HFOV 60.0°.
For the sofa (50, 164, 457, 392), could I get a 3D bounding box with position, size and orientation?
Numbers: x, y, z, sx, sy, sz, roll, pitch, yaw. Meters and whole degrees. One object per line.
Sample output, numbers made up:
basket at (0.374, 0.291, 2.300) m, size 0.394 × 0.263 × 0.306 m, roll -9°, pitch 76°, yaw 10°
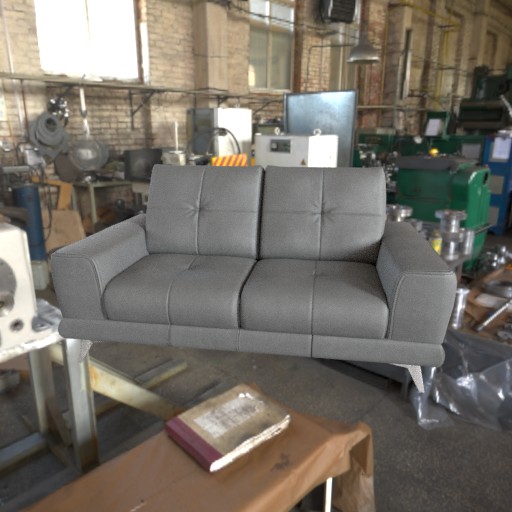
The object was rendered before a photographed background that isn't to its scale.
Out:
sofa at (0.000, 0.000, 2.366) m, size 1.806 × 0.907 × 1.018 m, roll 3°, pitch 16°, yaw 9°
